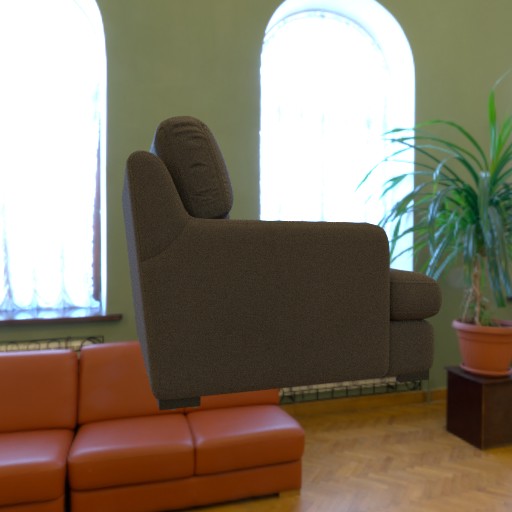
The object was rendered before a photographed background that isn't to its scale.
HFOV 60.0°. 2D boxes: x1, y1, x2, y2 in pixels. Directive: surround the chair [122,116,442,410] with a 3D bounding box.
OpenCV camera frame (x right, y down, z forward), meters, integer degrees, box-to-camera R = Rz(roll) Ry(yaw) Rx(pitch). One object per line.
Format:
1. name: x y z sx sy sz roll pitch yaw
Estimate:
1. chair: 0.000 0.000 1.999 1.143 0.940 1.168 0 1 -18
